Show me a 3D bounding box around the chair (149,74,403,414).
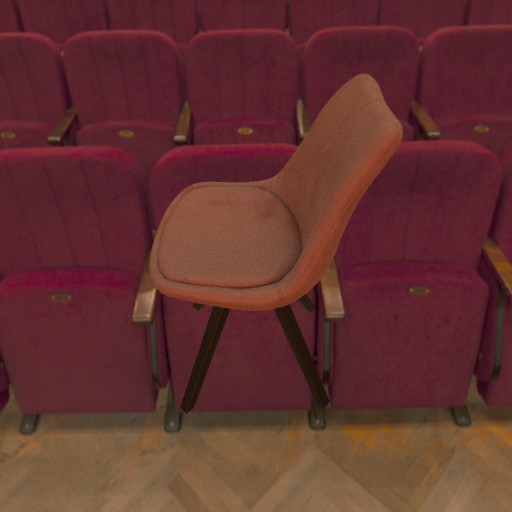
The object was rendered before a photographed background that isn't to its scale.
[{"bbox_3d":[0.000,0.000,1.187,0.547,0.865,0.483,-1,42,-1],"label":"chair"}]
